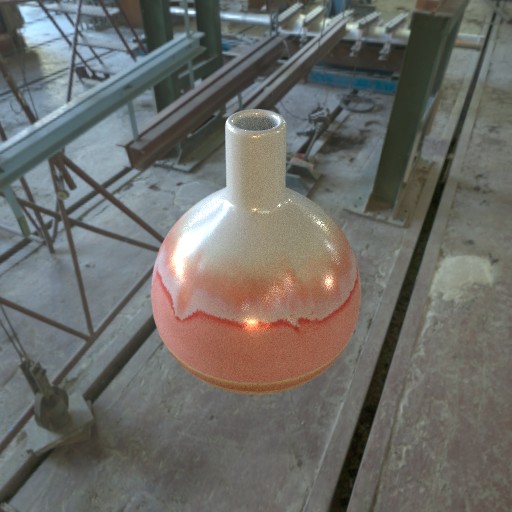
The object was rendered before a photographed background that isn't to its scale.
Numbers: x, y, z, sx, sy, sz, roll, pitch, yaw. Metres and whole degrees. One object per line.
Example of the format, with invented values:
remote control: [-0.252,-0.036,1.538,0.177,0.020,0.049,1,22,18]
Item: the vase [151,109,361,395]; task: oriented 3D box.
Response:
vase: [0.000,0.000,0.276,0.137,0.176,0.137,0,40,0]
